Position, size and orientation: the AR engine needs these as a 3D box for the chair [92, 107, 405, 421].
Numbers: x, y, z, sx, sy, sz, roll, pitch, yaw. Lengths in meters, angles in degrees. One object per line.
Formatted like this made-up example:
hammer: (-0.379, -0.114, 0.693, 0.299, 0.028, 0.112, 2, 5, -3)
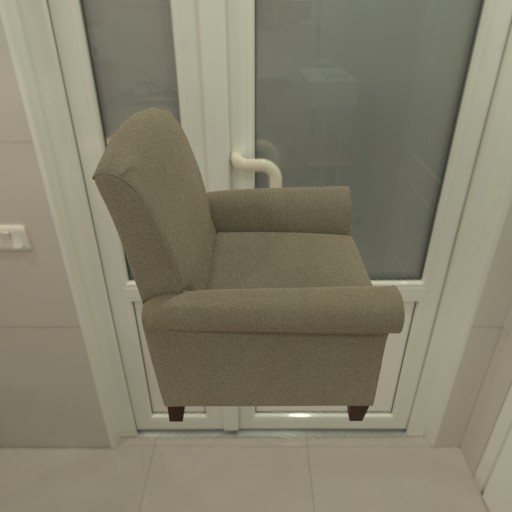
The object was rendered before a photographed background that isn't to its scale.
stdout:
chair: (0.000, 0.000, 1.741, 0.905, 1.061, 0.978, 0, 30, 0)
